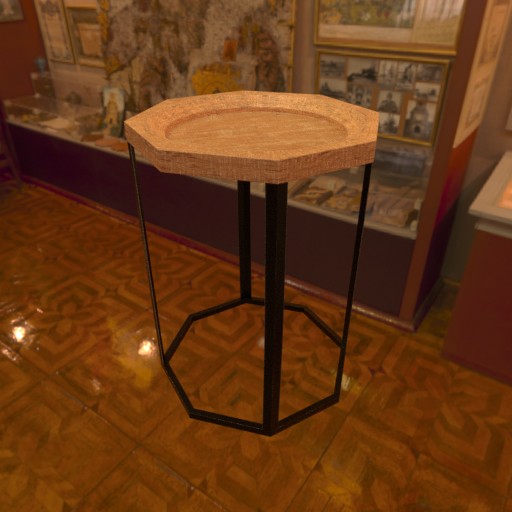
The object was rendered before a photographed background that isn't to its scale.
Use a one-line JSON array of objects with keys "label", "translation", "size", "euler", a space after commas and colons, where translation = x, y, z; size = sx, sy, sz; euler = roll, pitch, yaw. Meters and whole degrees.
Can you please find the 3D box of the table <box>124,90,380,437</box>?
[{"label": "table", "translation": [0.000, 0.000, 0.895], "size": [0.437, 0.553, 0.437], "euler": [22, 38, 31]}]
